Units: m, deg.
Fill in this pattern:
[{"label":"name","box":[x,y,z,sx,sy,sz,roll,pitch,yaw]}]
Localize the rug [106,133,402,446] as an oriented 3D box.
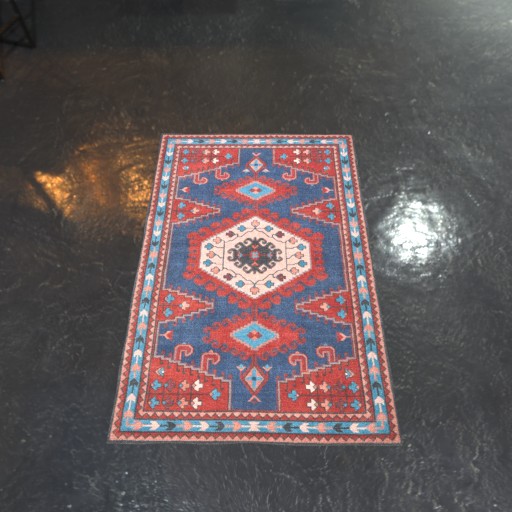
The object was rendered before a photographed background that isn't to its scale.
[{"label":"rug","box":[0.000,0.000,2.285,1.207,0.012,1.820,0,57,0]}]
